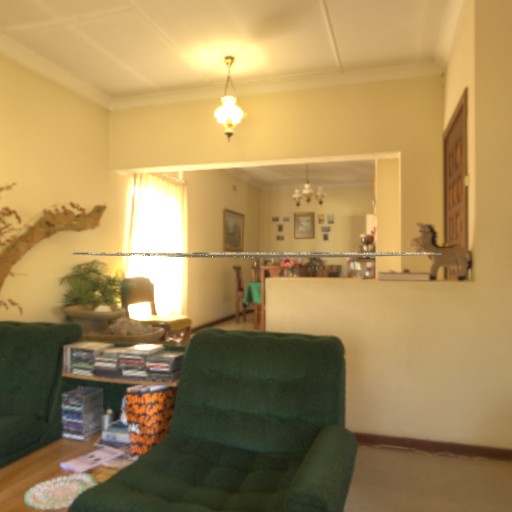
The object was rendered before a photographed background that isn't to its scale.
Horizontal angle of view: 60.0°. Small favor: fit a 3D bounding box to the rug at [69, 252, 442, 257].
[{"bbox_3d":[0.000,0.000,2.050,1.035,0.006,1.652,0,0,0],"label":"rug"}]
